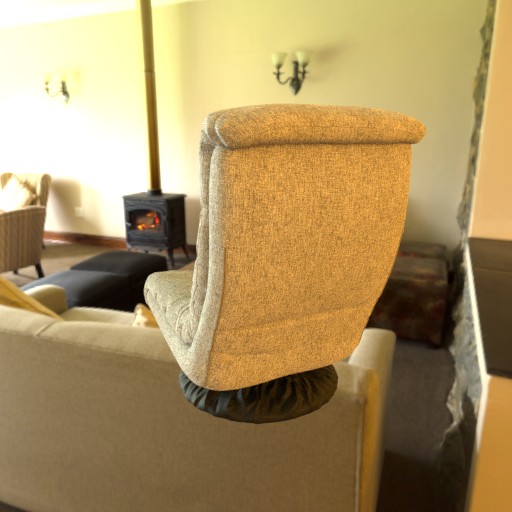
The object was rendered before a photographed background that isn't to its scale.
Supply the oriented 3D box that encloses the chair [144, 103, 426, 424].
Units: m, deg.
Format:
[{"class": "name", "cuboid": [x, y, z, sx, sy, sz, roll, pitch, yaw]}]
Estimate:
[{"class": "chair", "cuboid": [0.000, 0.000, 0.972, 0.400, 0.600, 0.583, -7, 17, -25]}]
